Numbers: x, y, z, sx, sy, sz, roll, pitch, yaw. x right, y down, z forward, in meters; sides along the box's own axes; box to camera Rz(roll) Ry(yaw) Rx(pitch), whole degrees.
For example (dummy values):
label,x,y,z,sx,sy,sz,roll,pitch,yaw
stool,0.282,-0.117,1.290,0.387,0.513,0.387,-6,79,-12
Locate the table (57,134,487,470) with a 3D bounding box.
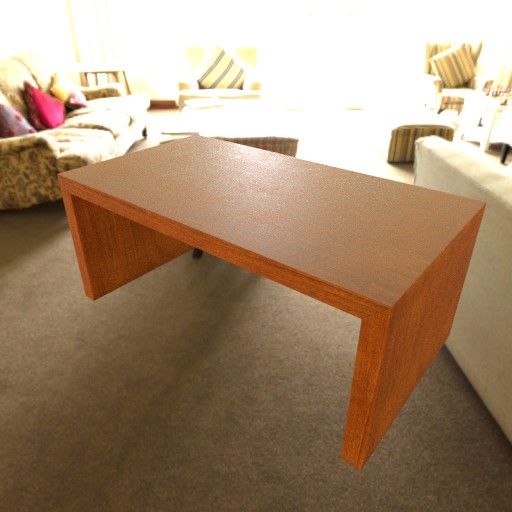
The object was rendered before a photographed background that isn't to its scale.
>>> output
label,x,y,z,sx,sy,sz,roll,pitch,yaw
table,0.000,0.000,1.269,1.000,0.419,0.549,22,37,33
